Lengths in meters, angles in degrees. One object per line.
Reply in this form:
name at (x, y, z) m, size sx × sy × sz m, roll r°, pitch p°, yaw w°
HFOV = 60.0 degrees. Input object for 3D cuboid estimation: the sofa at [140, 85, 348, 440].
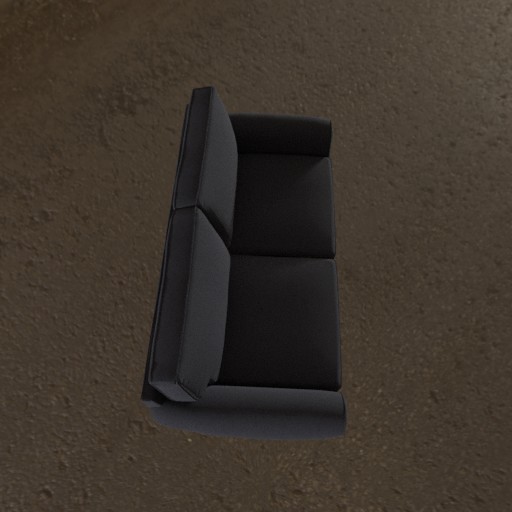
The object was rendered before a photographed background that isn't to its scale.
sofa at (0.000, 0.000, 2.609) m, size 0.951 × 1.031 × 2.009 m, roll 2°, pitch 63°, yaw 1°
